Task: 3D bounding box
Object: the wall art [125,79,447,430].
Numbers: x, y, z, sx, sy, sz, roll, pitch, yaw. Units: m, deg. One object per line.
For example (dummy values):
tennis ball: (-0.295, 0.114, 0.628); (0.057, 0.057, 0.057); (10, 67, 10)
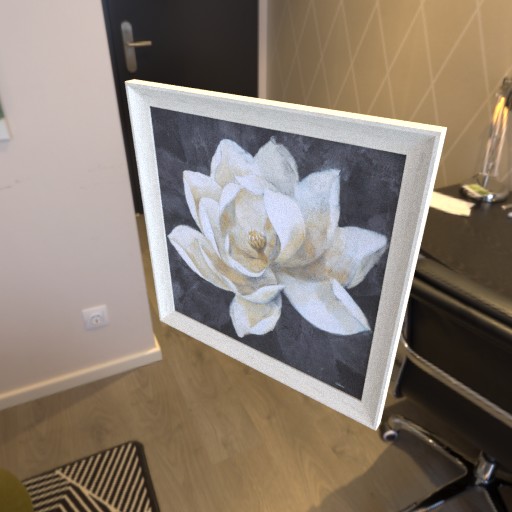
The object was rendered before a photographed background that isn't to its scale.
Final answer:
wall art: (0.000, 0.000, 1.496); (1.016, 1.016, 0.045); (20, 37, 29)
